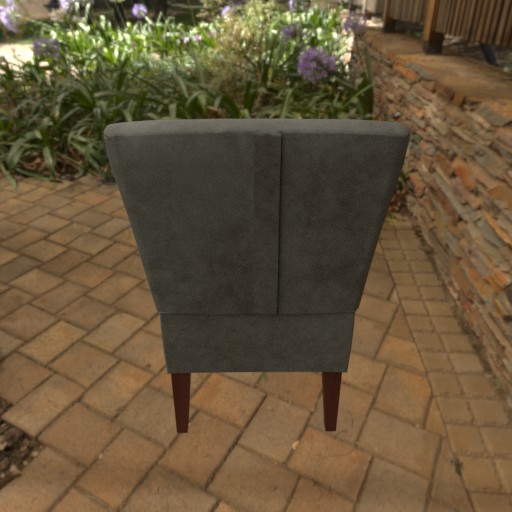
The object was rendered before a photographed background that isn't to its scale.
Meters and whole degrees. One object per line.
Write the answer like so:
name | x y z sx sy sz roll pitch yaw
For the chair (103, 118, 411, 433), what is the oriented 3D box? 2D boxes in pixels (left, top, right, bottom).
chair | 0.000 0.000 1.159 0.521 0.806 0.554 0 30 0
